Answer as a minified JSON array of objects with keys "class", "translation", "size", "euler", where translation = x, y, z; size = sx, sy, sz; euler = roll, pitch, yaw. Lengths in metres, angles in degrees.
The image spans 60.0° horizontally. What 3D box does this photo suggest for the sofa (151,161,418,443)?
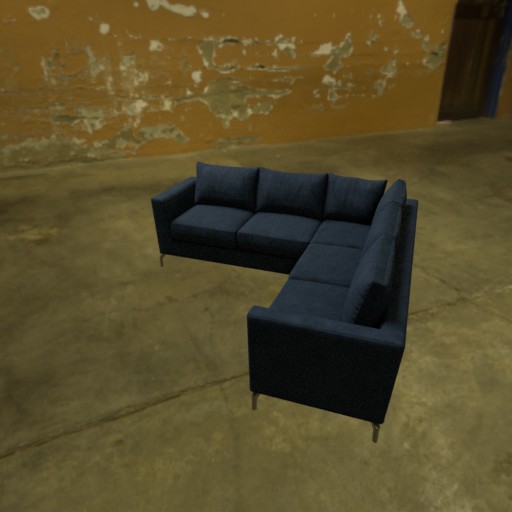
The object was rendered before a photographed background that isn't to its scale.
[{"class":"sofa","translation":[0.000,0.000,3.746],"size":[2.472,0.988,2.463],"euler":[9,27,18]}]
